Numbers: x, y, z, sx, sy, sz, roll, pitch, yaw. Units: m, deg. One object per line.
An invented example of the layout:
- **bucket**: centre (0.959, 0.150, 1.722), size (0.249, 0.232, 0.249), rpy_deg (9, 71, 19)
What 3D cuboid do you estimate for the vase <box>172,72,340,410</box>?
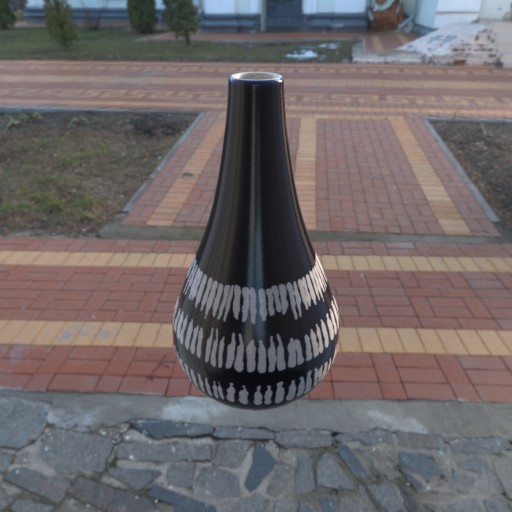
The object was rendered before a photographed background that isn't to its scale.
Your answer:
- **vase**: centre (0.000, 0.000, 0.387), size (0.159, 0.295, 0.159), rpy_deg (0, 31, 0)
